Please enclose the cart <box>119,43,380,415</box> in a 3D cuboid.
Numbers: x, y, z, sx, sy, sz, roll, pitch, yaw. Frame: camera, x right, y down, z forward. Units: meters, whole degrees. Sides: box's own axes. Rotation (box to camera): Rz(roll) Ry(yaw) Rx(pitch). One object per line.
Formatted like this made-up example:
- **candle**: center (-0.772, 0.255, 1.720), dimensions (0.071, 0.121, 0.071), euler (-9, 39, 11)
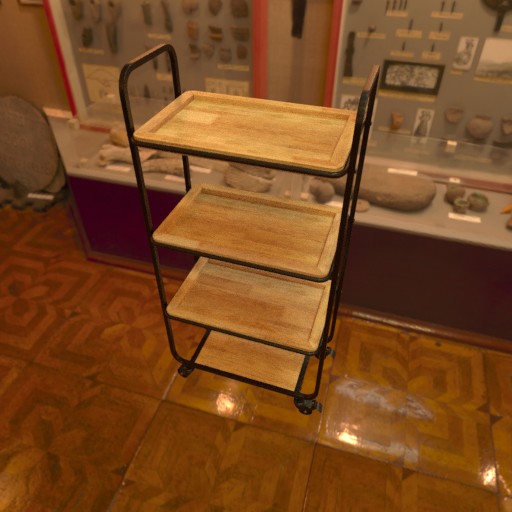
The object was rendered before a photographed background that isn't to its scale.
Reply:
- **cart**: center (0.000, 0.000, 1.303), dimensions (0.545, 1.080, 0.321), euler (12, 42, 14)
